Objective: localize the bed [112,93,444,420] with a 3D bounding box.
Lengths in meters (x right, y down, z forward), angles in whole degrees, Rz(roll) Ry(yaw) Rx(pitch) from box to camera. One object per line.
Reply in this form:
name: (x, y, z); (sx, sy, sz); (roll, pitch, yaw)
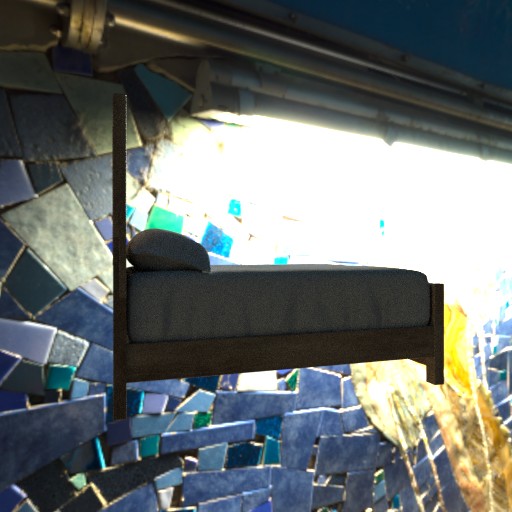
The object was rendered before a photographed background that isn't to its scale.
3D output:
bed: (0.000, 0.000, 3.279); (2.017, 1.631, 1.615); (0, 0, -18)
